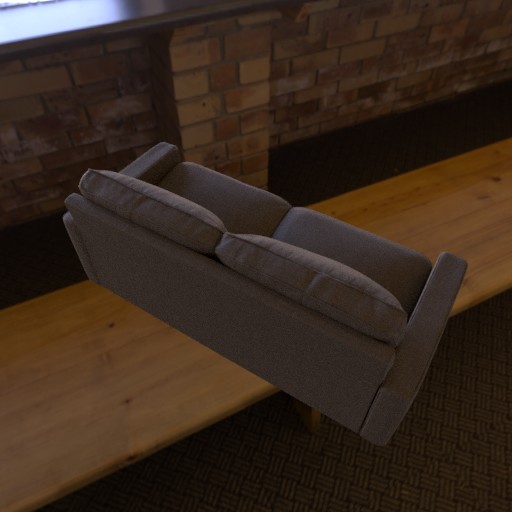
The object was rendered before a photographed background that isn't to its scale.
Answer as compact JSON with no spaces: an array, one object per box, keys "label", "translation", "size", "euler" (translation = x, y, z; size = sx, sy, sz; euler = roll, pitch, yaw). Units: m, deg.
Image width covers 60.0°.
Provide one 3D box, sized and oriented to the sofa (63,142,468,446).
[{"label":"sofa","translation":[0.000,0.000,2.508],"size":[2.080,0.919,0.940],"euler":[25,53,21]}]
